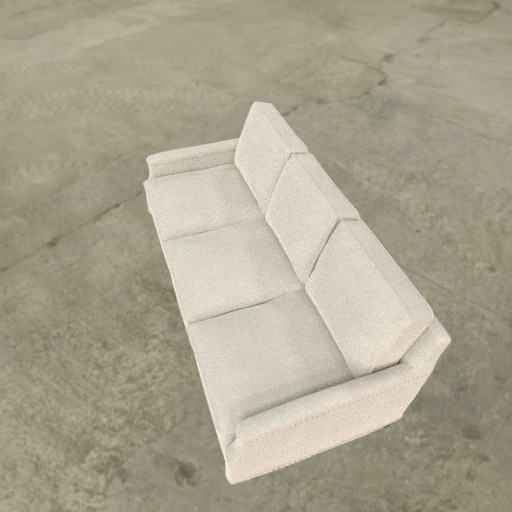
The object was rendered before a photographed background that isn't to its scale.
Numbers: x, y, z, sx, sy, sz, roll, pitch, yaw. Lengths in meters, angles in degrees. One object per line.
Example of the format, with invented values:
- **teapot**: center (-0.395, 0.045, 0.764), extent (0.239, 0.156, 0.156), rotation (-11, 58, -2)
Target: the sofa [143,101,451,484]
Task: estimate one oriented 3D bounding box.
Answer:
- **sofa**: center (0.000, 0.000, 2.774), extent (1.084, 1.003, 2.246), rotation (-15, 48, -13)
